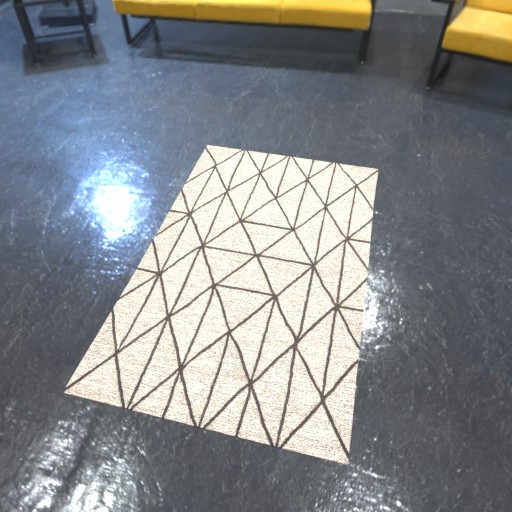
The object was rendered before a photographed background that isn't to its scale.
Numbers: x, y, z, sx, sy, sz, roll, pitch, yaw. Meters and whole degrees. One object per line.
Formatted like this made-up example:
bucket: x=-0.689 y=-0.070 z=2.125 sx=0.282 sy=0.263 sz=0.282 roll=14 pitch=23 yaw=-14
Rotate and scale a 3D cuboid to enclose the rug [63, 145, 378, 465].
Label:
rug: x=0.000 y=0.000 z=3.075 sx=1.526 sy=0.008 sz=2.465 roll=10 pitch=48 yaw=10
